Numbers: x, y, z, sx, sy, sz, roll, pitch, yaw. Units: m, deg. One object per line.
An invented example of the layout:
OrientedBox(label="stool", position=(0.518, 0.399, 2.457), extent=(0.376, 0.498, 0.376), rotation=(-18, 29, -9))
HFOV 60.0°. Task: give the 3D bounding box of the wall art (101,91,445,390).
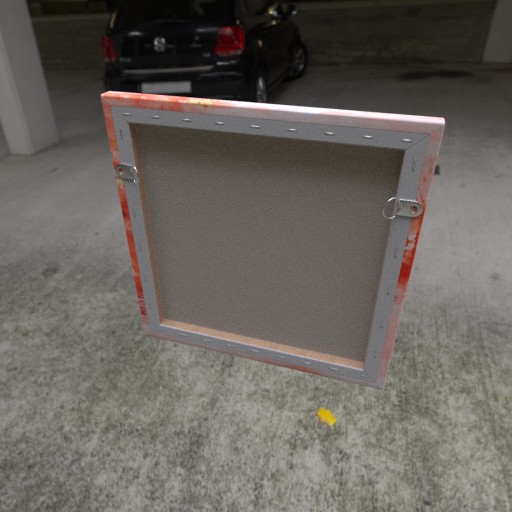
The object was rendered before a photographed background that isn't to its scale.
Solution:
OrientedBox(label="wall art", position=(0.000, 0.000, 1.130), extent=(0.747, 0.746, 0.064), rotation=(10, 34, 14))
